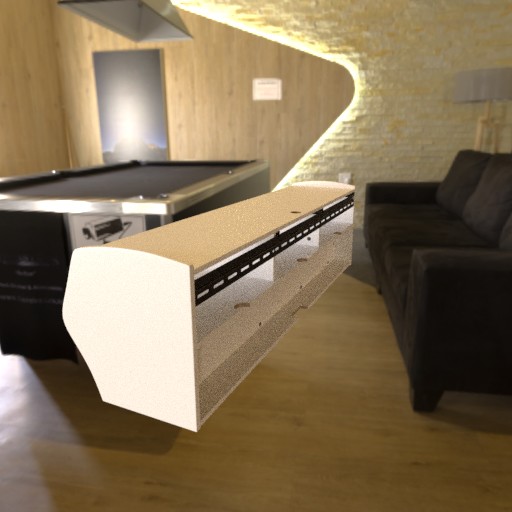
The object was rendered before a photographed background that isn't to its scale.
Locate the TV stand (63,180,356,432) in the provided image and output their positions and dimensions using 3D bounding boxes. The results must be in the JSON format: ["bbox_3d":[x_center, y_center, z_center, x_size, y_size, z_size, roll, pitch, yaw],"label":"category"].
[{"bbox_3d":[0.000,0.000,1.694,0.397,0.424,1.473,7,18,24],"label":"TV stand"}]
